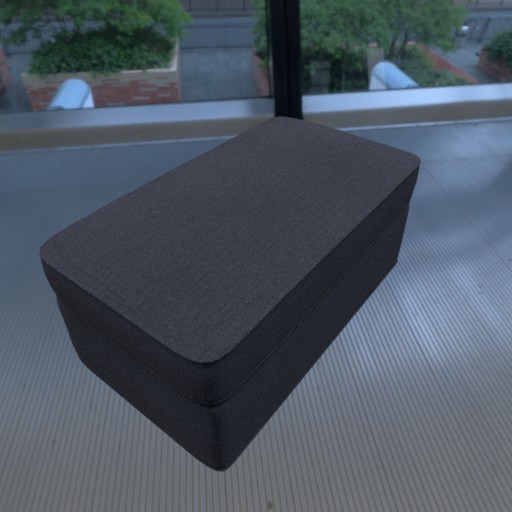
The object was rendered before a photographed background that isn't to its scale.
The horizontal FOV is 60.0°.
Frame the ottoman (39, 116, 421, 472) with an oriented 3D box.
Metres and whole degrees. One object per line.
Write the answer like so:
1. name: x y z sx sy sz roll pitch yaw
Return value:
1. ottoman: 0.000 0.000 1.171 0.505 0.453 0.895 26 46 28
